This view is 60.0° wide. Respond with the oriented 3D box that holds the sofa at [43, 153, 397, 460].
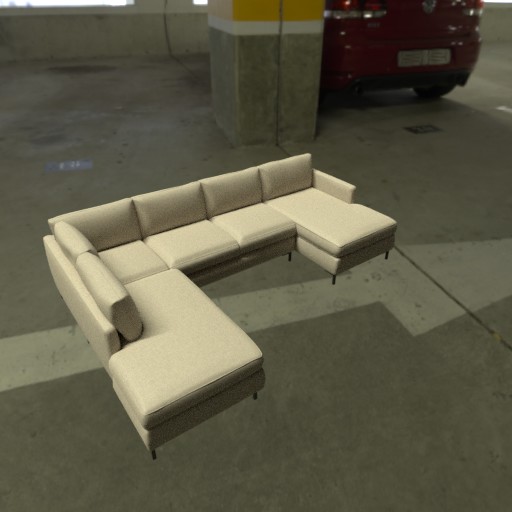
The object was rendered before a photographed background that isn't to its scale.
[{"bbox_3d":[0.000,0.000,3.498,2.737,0.756,1.879,-21,37,-30],"label":"sofa"}]
